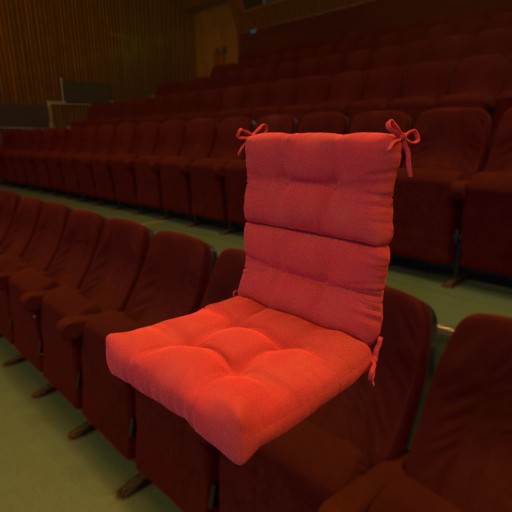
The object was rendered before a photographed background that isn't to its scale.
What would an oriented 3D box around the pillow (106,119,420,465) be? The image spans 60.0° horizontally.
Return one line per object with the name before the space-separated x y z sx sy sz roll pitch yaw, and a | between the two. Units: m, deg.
pillow | 0.000 0.000 1.025 0.519 0.605 0.571 15 21 43
